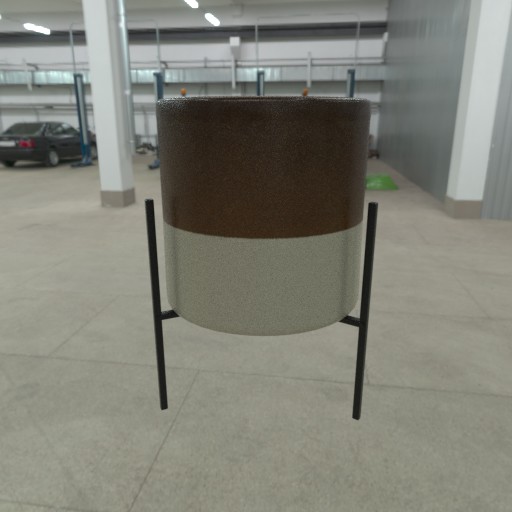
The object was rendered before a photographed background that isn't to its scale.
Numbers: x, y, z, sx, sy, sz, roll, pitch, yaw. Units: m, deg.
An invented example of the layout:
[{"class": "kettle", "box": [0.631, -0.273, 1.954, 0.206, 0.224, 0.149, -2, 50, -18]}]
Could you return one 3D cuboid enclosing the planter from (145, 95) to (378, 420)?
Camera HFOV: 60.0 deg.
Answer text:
[{"class": "planter", "box": [0.000, 0.000, 0.566, 0.269, 0.375, 0.255, -9, 19, -26]}]
